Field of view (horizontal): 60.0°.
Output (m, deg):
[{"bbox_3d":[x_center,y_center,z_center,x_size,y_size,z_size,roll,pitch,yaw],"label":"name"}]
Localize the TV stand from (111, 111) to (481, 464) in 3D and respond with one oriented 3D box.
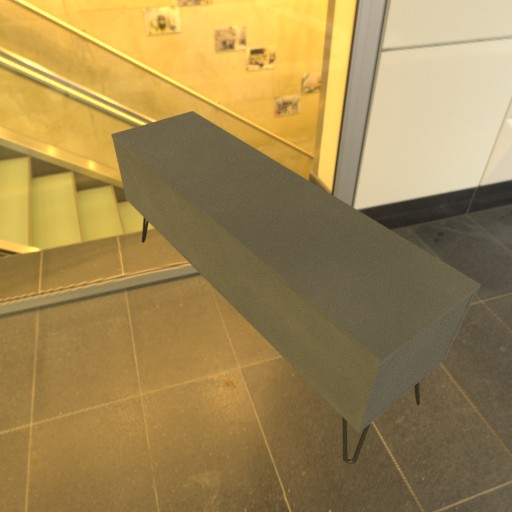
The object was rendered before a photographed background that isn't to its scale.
[{"bbox_3d":[0.000,0.000,1.648,0.400,0.560,1.400,-27,47,-28],"label":"TV stand"}]
